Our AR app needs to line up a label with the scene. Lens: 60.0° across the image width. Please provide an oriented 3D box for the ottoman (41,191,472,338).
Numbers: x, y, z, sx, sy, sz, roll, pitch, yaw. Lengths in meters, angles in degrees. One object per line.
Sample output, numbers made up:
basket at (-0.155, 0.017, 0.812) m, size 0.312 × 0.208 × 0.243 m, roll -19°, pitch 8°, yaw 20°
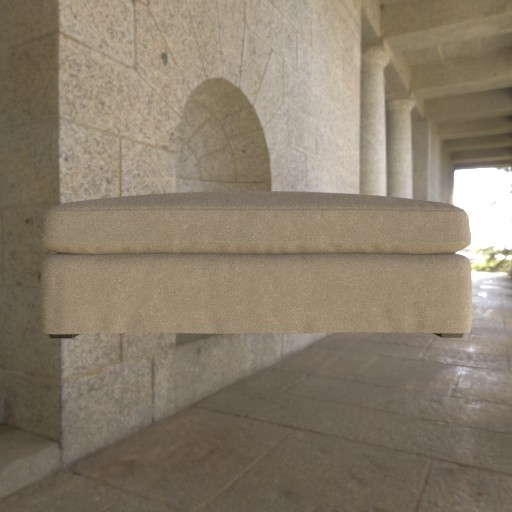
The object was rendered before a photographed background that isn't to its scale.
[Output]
ottoman at (0.000, 0.000, 1.587) m, size 1.199 × 0.429 × 0.840 m, roll 0°, pitch 1°, yaw -1°
